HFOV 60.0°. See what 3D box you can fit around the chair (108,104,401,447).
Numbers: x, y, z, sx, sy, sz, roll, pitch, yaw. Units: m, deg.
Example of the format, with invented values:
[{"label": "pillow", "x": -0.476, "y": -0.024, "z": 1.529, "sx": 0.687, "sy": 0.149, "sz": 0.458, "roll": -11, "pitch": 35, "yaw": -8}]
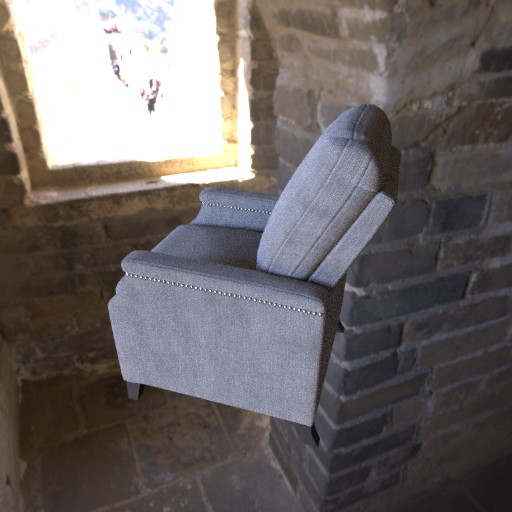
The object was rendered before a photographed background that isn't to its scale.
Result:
[{"label": "chair", "x": 0.000, "y": 0.000, "z": 1.654, "sx": 0.922, "sy": 1.049, "sz": 0.710, "roll": 9, "pitch": 30, "yaw": 15}]
